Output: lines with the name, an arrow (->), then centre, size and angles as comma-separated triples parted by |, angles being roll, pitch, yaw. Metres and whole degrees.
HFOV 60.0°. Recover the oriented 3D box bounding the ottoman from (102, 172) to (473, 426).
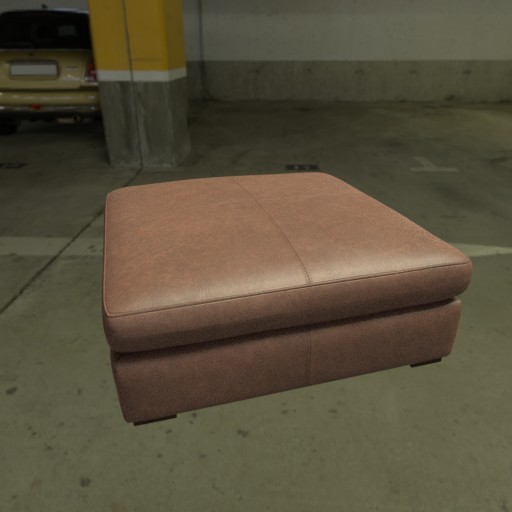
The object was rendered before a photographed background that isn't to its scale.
ottoman -> 0.000, 0.000, 1.819 | 1.168, 0.490, 1.168 | -7, 27, -15
